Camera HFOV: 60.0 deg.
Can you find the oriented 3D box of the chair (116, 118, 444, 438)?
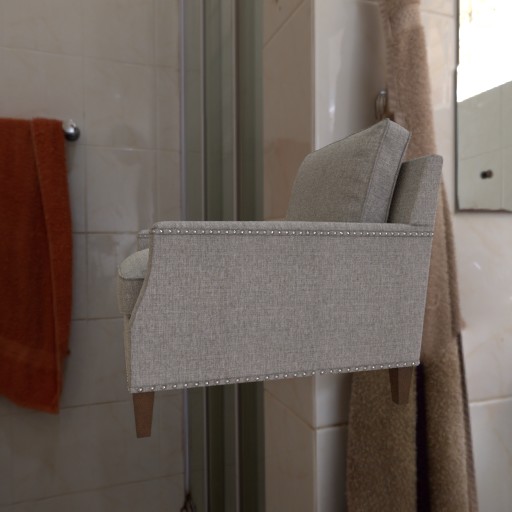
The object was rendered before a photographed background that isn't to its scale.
[{"bbox_3d":[0.000,0.000,1.684,1.014,0.943,0.853,0,2,-17],"label":"chair"}]
